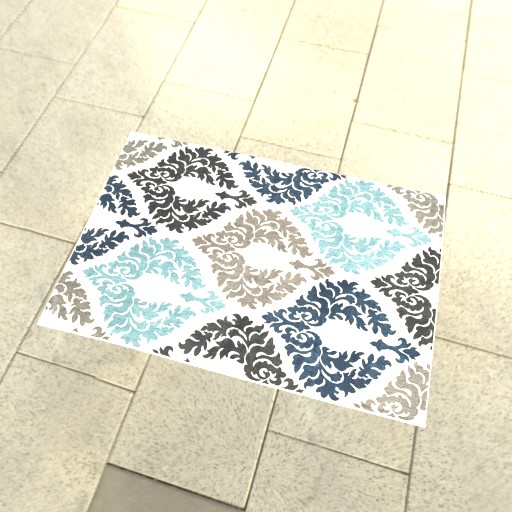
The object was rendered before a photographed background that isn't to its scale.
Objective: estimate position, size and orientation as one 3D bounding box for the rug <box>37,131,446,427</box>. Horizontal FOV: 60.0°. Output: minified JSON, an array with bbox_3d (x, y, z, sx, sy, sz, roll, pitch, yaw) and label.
[{"bbox_3d":[0.000,0.000,2.802,2.275,0.014,1.514,13,65,6],"label":"rug"}]
